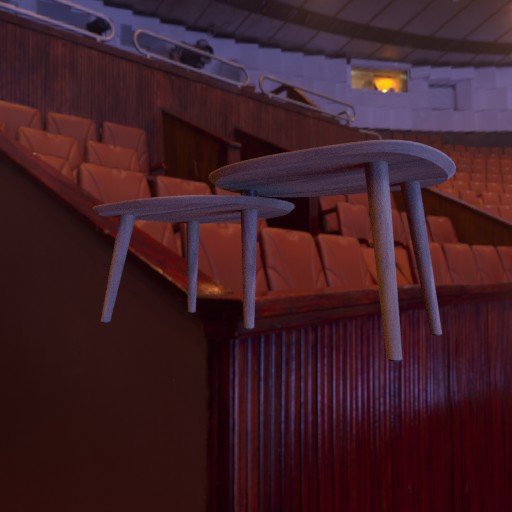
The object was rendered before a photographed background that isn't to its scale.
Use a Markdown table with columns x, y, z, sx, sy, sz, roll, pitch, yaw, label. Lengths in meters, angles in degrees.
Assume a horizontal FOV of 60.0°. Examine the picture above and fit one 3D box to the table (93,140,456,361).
| x | y | z | sx | sy | sz | roll | pitch | yaw | label |
| --- | --- | --- | --- | --- | --- | --- | --- | --- | --- |
| 0.000 | 0.000 | 1.312 | 1.084 | 0.429 | 0.527 | -1 | -1 | 37 | table |
